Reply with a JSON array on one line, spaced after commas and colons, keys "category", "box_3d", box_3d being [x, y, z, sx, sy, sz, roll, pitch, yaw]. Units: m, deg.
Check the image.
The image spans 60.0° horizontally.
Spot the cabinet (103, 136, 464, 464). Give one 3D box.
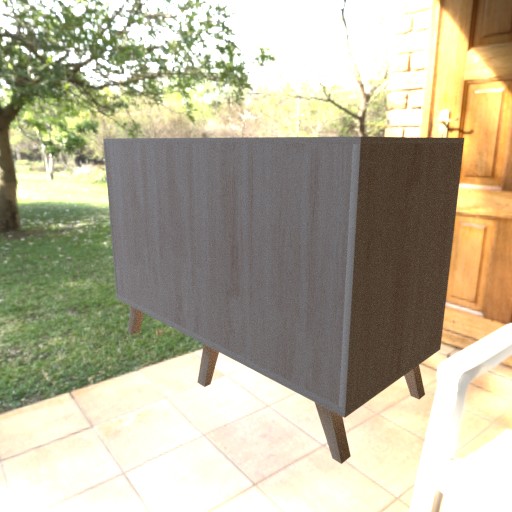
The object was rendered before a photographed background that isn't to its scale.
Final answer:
[{"category": "cabinet", "box_3d": [0.000, 0.000, 1.518, 0.500, 0.780, 1.110, -14, 20, -42]}]
